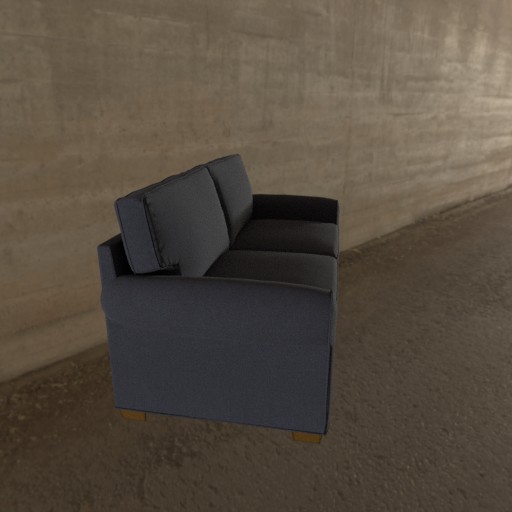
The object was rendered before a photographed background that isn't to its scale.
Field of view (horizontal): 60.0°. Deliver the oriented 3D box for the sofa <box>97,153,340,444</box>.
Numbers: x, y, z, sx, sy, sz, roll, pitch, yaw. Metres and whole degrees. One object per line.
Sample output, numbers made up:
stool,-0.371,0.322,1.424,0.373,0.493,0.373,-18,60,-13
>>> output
sofa,0.000,0.000,2.582,0.951,1.031,2.009,3,19,10
